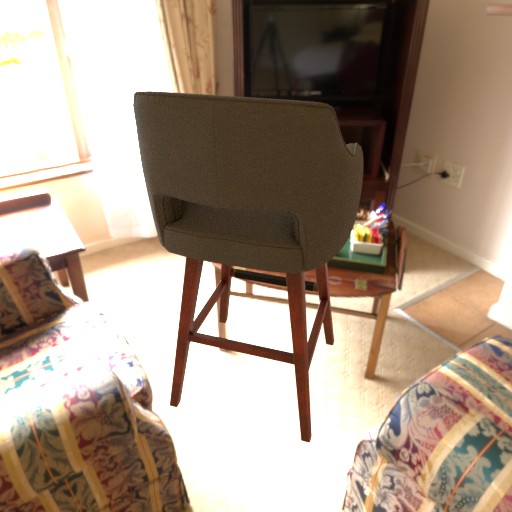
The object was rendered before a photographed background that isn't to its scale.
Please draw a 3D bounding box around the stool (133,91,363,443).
[{"bbox_3d":[0.000,0.000,1.319,0.548,1.012,0.558,9,32,15],"label":"stool"}]
